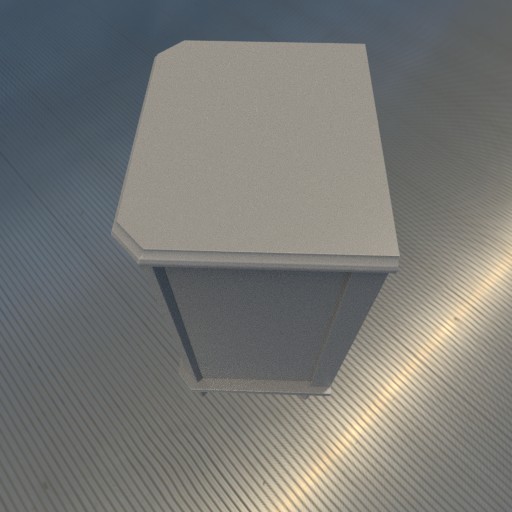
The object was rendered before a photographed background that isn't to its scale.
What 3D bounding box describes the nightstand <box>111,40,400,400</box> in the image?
[{"bbox_3d":[0.000,0.000,0.913,0.348,0.680,0.435,2,58,1],"label":"nightstand"}]
